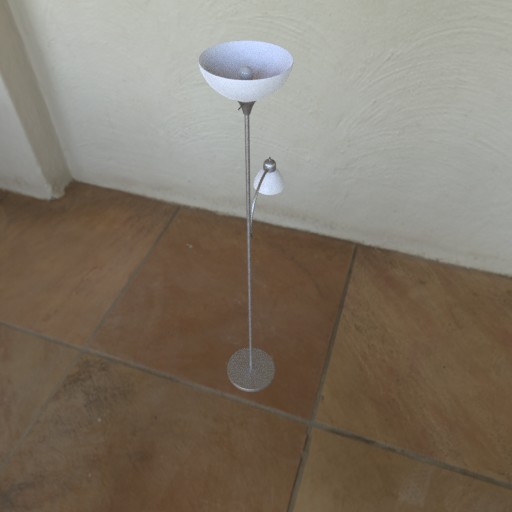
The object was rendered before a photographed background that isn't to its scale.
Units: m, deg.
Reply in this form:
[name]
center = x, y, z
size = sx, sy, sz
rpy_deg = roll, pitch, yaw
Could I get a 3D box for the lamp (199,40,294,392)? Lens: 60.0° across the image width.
[lamp]
center = 0.000, 0.000, 1.974
size = 0.279, 1.804, 0.425
rpy_deg = 16, 49, 15
